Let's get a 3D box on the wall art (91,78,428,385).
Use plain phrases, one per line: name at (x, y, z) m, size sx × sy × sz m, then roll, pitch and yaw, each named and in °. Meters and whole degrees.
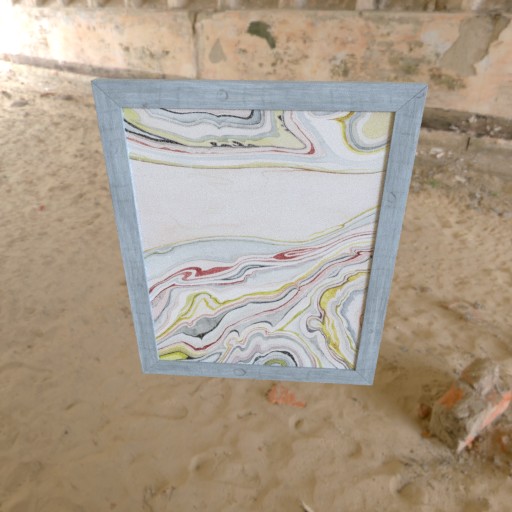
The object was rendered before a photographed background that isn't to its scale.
wall art at (0.000, 0.000, 0.784) m, size 0.479 × 0.582 × 0.022 m, roll 2°, pitch 30°, yaw 4°
